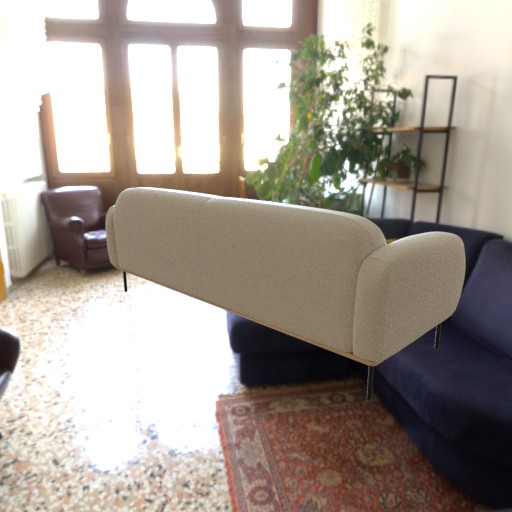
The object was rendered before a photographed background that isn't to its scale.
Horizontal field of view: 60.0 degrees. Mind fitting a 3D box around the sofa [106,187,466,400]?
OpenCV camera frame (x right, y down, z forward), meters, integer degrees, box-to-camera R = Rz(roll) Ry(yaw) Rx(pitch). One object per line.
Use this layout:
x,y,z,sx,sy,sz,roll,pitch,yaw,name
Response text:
0.000,0.000,2.713,2.257,0.780,0.880,14,20,43,sofa
